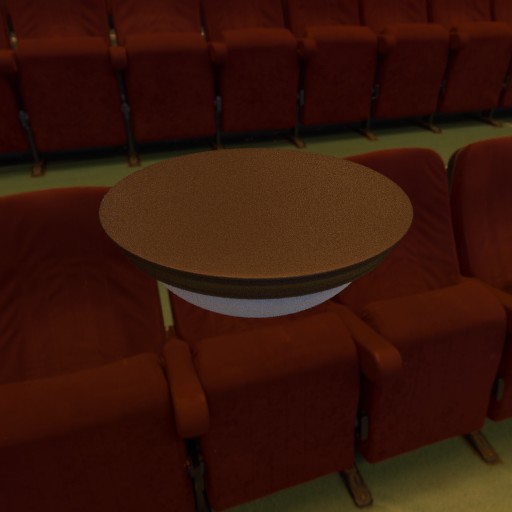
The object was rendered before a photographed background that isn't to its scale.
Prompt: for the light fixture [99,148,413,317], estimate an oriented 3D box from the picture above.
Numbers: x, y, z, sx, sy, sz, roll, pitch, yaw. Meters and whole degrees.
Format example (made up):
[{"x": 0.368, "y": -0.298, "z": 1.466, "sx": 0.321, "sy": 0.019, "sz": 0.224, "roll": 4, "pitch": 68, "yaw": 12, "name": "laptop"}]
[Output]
[{"x": 0.000, "y": 0.000, "z": 0.446, "sx": 0.280, "sy": 0.135, "sz": 0.280, "roll": 0, "pitch": 31, "yaw": 0, "name": "light fixture"}]
